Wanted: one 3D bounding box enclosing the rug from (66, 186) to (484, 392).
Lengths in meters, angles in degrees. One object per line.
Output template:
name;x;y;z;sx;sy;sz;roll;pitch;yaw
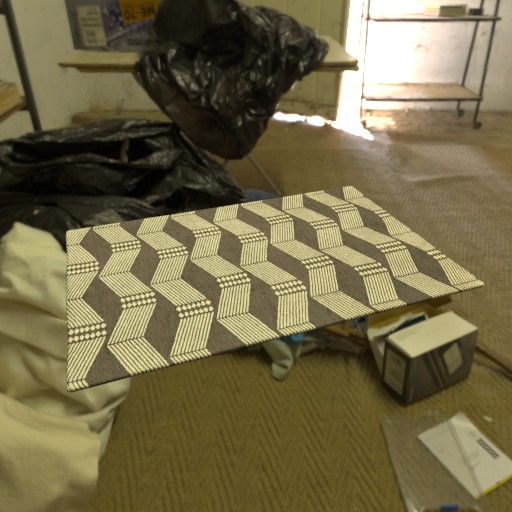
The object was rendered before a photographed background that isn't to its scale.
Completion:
rug;0.000;0.000;2.276;1.833;0.016;1.210;-11;34;-17
